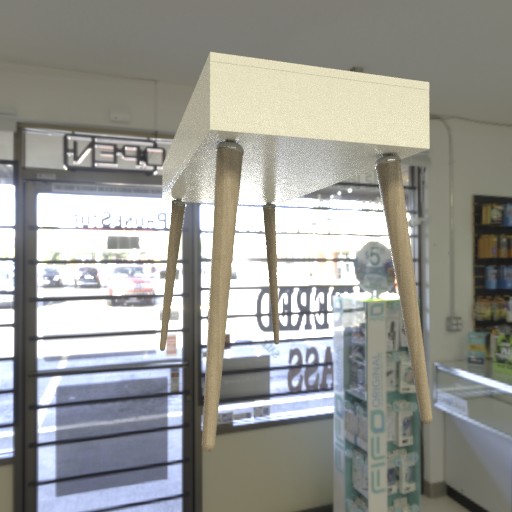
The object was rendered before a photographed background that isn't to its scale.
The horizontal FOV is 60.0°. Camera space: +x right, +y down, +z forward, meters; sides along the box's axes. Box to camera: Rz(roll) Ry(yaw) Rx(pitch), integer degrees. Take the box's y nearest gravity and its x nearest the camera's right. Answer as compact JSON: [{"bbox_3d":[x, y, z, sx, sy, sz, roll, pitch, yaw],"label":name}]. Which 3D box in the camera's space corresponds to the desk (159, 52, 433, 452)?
[{"bbox_3d":[0.000,0.000,1.332,0.491,0.723,0.979,0,-1,-17],"label":"desk"}]
